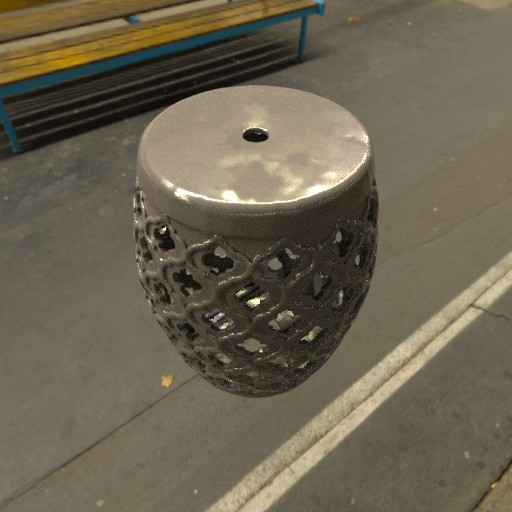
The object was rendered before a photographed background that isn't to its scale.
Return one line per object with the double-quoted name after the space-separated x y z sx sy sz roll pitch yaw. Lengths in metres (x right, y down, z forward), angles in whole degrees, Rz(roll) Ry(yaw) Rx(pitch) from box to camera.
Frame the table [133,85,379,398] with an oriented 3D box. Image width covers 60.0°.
0.000 0.000 0.633 0.325 0.388 0.325 0 46 0 "table"
